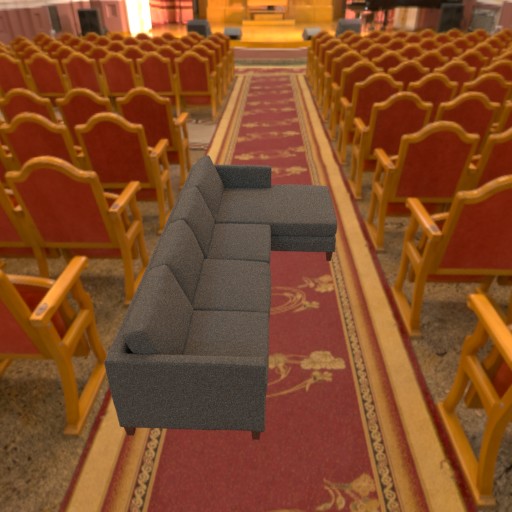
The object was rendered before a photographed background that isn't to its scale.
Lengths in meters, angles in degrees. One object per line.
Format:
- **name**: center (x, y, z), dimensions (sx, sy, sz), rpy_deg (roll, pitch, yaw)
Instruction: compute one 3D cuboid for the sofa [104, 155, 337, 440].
- **sofa**: center (0.000, 0.000, 3.963), dimensions (1.625, 0.846, 3.186), rpy_deg (1, 32, 2)
